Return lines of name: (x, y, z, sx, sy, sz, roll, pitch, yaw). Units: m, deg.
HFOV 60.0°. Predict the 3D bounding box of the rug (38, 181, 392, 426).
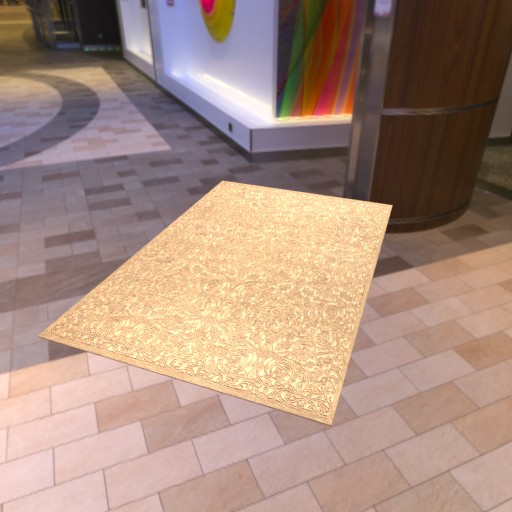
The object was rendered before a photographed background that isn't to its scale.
rug: (0.000, 0.000, 2.362, 1.221, 0.006, 1.827, 11, 33, 18)
